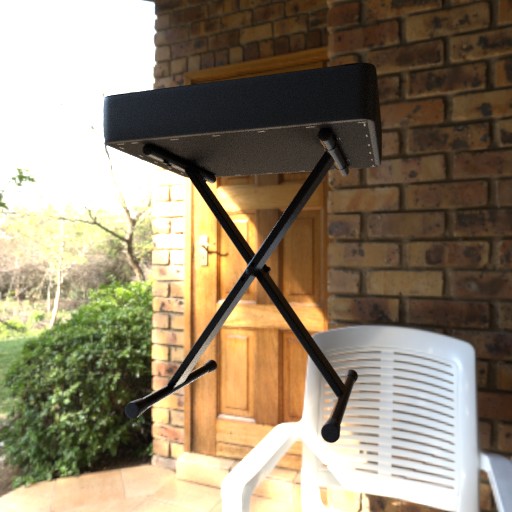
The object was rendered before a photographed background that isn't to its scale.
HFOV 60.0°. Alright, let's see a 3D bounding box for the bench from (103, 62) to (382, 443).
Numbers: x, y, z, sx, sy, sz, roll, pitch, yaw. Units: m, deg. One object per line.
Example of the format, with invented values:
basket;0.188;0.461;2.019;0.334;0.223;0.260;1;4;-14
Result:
bench;0.000;0.000;0.784;0.424;0.500;0.321;0;-1;17
